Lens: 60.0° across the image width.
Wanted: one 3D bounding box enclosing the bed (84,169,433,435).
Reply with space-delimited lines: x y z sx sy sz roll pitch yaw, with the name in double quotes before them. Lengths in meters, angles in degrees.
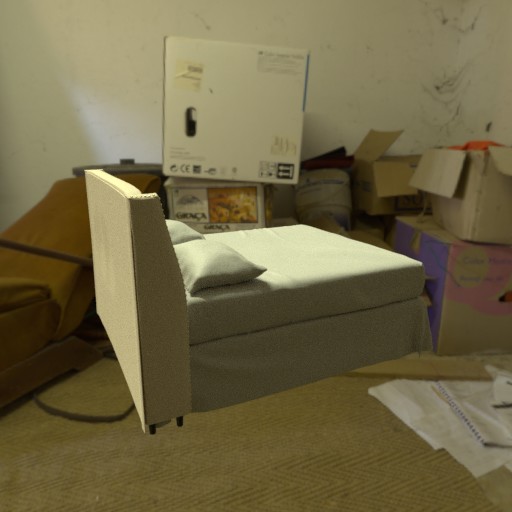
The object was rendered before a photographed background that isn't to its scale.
"bed" 0.000 0.000 3.510 2.276 1.332 1.925 -7 17 -25
